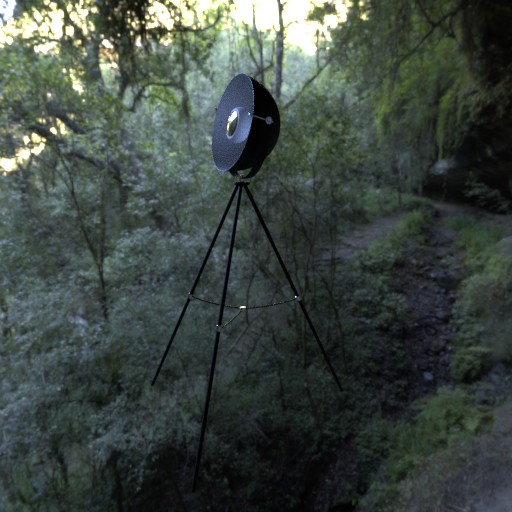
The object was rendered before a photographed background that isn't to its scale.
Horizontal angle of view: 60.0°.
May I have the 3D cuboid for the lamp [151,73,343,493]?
[{"bbox_3d":[0.000,0.000,1.986,0.920,1.512,0.817,-7,16,-25],"label":"lamp"}]
